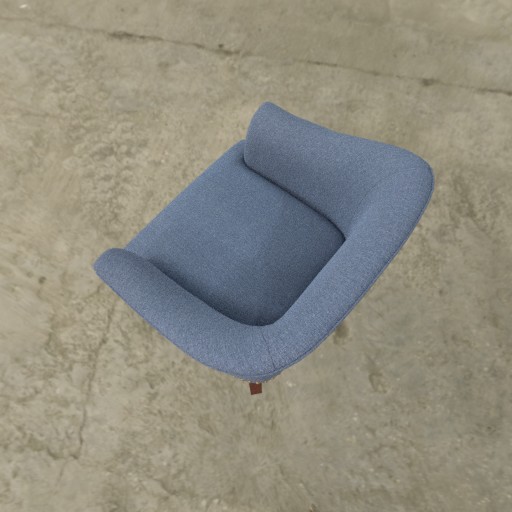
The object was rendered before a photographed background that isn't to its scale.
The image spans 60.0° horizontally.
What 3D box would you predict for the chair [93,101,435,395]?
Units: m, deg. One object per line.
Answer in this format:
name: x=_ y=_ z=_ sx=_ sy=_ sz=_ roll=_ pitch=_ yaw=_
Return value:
chair: x=0.000 y=0.000 z=1.388 sx=0.704 sy=0.815 sz=0.772 roll=36 pitch=70 yaw=16
